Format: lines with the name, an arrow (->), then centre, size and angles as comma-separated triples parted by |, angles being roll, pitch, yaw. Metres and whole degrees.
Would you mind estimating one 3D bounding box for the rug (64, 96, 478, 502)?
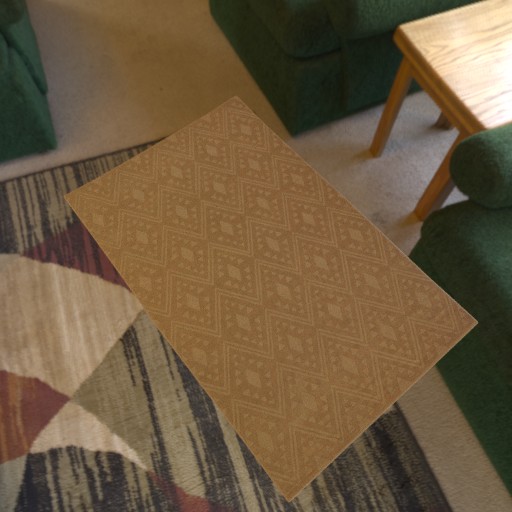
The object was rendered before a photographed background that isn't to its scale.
rug -> 0.000, 0.000, 2.927 | 1.553, 0.053, 2.430 | -36, 69, -16
